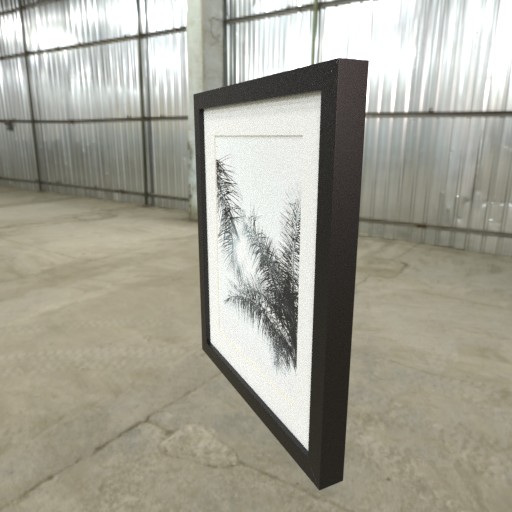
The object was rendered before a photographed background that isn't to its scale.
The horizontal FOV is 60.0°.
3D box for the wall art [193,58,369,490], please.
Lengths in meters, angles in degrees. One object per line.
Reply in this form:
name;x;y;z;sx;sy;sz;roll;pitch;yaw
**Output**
wall art;0.000;0.000;0.518;0.028;0.380;0.325;-7;17;-26
